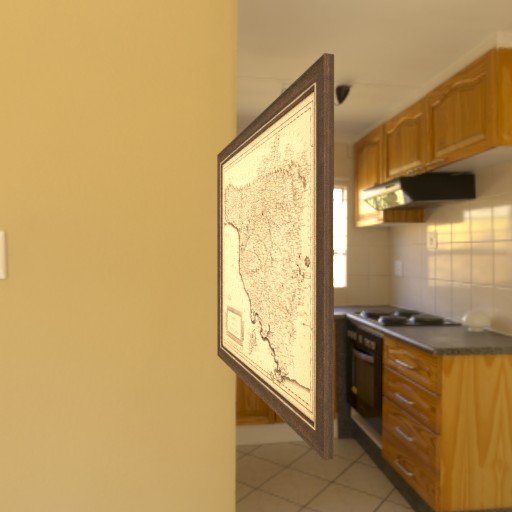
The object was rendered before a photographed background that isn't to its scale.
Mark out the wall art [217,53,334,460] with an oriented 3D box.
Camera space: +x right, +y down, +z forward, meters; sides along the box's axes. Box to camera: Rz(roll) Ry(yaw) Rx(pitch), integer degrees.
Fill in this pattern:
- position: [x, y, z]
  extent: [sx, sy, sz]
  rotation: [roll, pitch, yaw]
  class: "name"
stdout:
- position: [0.000, 0.000, 1.447]
  extent: [0.023, 0.875, 1.033]
  rotation: [0, 0, -18]
  class: "wall art"
